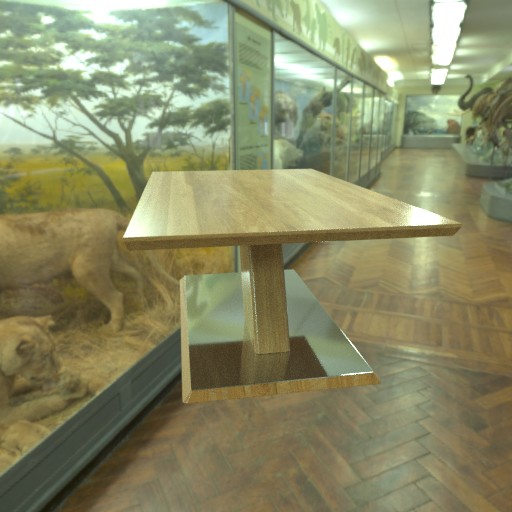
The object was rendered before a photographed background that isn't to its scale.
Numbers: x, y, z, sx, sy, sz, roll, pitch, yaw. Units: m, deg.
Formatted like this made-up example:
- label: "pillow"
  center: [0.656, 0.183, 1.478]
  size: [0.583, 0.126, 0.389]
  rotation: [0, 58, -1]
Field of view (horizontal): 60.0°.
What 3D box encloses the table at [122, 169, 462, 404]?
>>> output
- label: "table"
  center: [0.000, 0.000, 1.459]
  size: [0.692, 0.441, 1.100]
  rotation: [-3, 17, -9]
